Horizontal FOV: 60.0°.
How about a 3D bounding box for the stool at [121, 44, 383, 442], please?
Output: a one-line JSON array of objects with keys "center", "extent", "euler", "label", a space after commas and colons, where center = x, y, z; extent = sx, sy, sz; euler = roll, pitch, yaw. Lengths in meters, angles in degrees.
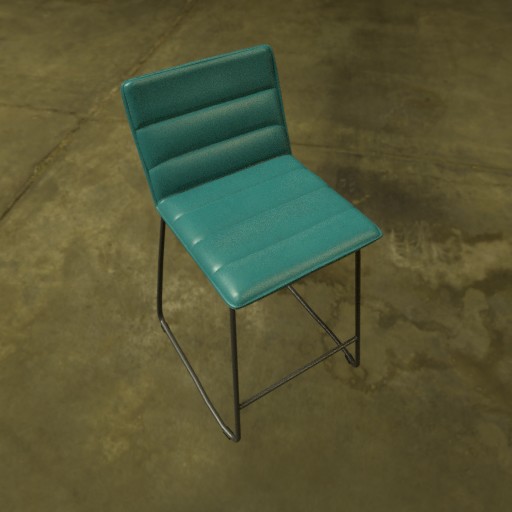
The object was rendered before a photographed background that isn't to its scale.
[{"center": [0.000, 0.000, 1.178], "extent": [0.489, 0.866, 0.524], "euler": [-25, 52, -21], "label": "stool"}]
